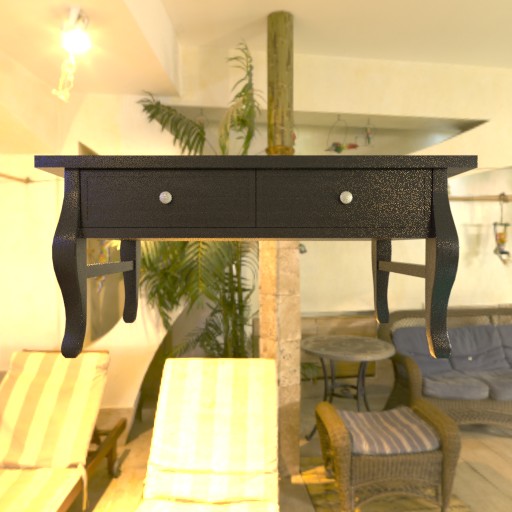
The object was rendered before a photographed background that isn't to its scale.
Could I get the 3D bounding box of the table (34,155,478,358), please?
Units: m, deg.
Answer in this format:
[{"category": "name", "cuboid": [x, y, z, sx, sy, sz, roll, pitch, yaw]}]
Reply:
[{"category": "table", "cuboid": [0.000, 0.000, 1.356, 1.062, 0.494, 0.600, 0, 1, 0]}]
